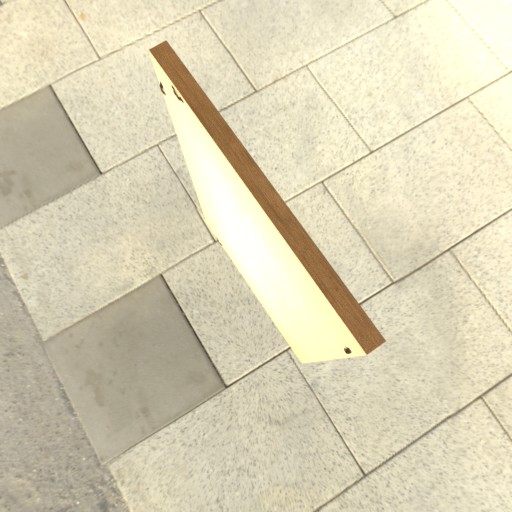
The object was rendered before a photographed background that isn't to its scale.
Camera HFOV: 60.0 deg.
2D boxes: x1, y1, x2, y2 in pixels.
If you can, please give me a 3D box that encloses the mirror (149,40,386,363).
[{"bbox_3d":[0.000,0.000,1.135,0.040,0.915,0.609,-33,78,-8],"label":"mirror"}]
